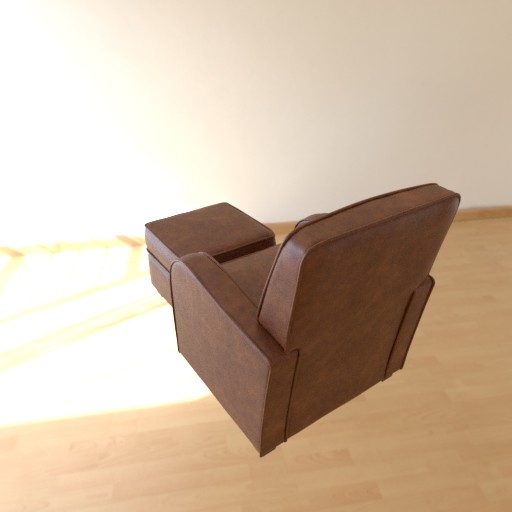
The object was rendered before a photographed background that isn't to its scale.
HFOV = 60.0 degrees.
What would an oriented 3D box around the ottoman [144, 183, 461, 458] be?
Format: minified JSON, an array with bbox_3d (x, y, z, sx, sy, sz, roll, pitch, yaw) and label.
[{"bbox_3d":[0.000,0.000,1.859,0.732,0.904,1.314,-19,35,-29],"label":"ottoman"}]
